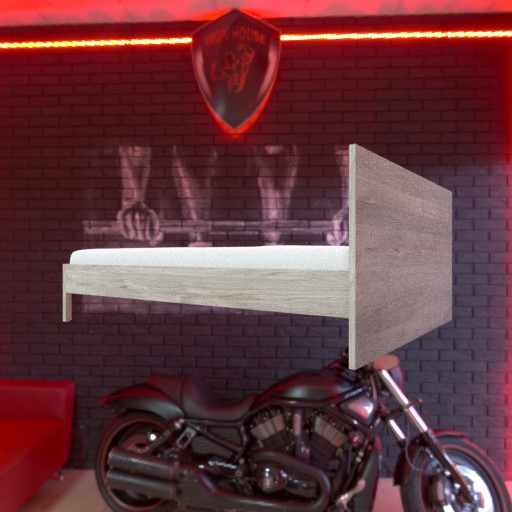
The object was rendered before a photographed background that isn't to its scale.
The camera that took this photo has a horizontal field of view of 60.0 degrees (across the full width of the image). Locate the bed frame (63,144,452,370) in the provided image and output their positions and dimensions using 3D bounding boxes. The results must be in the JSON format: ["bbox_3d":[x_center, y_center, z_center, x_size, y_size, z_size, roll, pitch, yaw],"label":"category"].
[{"bbox_3d":[0.000,0.000,2.744,1.950,0.800,1.490,0,0,36],"label":"bed frame"}]
